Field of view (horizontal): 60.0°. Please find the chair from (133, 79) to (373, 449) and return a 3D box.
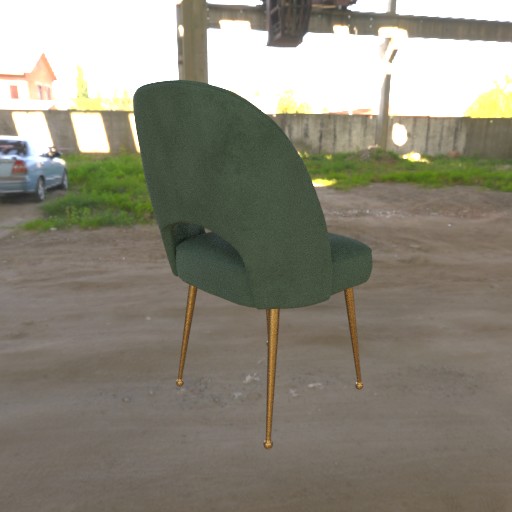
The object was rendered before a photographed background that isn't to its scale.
[{"bbox_3d":[0.000,0.000,1.225,0.577,0.860,0.527,-14,20,-41],"label":"chair"}]
